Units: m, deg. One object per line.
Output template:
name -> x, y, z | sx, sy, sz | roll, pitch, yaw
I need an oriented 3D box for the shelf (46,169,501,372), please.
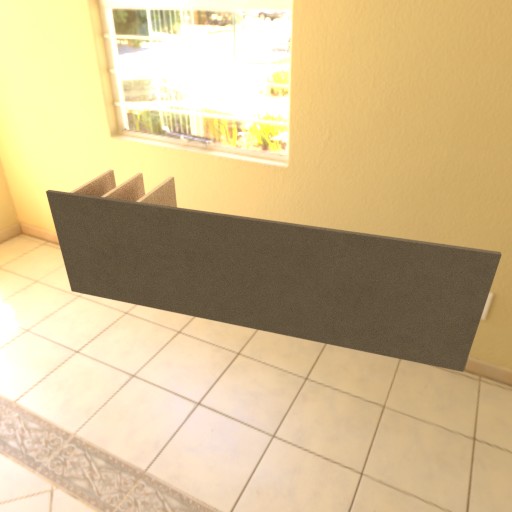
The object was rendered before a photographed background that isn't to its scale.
shelf -> 0.000, 0.000, 1.113 | 1.020, 0.300, 0.200 | 9, 32, 15
